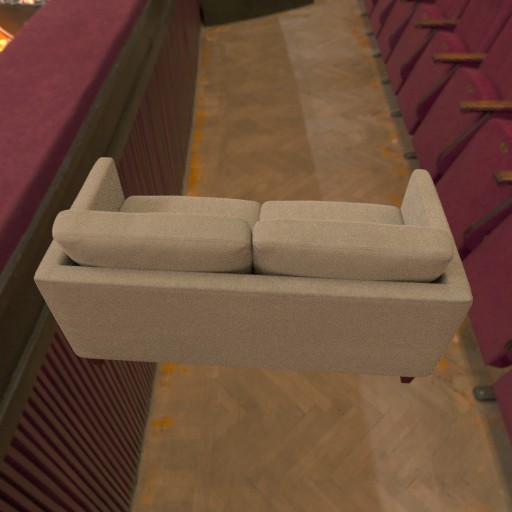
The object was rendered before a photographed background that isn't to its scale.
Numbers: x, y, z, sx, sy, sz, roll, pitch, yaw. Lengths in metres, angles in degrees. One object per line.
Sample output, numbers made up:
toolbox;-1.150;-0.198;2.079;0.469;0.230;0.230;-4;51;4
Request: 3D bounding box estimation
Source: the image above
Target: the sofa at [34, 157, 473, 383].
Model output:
sofa;0.000;0.000;2.365;1.884;0.963;0.950;3;46;3
